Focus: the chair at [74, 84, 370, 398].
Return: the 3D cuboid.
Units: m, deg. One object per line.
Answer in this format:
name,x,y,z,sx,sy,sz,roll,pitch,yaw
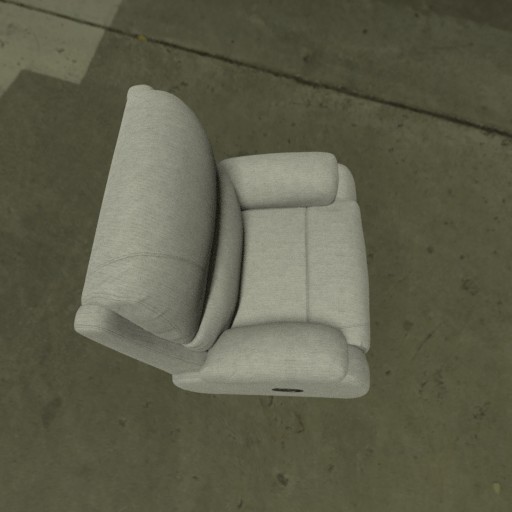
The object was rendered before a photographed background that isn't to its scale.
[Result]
chair,0.000,0.000,1.657,0.899,1.011,0.930,2,63,1
